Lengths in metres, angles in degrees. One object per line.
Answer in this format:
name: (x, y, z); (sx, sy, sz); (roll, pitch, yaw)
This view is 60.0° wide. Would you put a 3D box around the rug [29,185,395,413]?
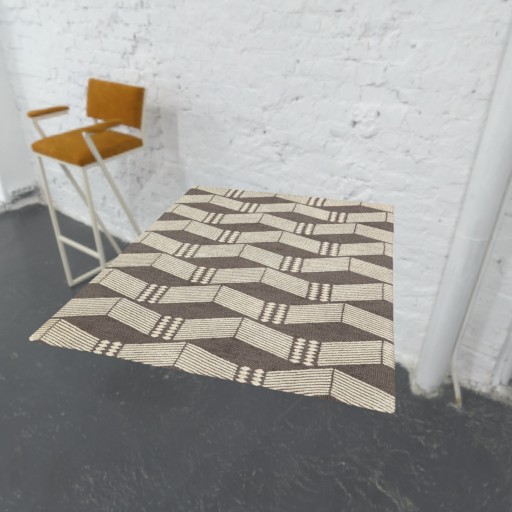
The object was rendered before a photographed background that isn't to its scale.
rug: (0.000, 0.000, 4.047); (2.438, 0.016, 3.048); (8, 31, 13)
